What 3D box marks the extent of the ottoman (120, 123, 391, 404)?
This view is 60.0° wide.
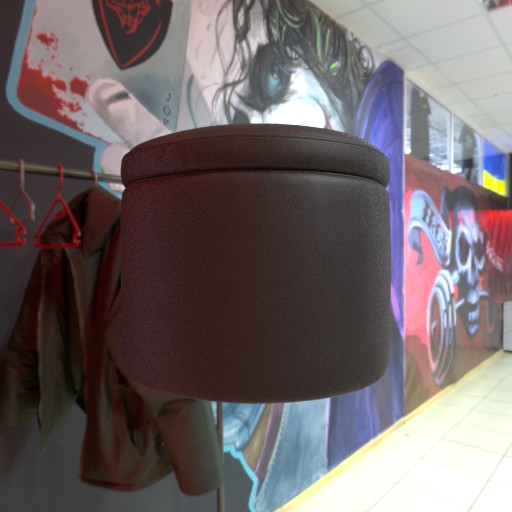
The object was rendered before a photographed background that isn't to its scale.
[{"bbox_3d":[0.000,0.000,0.855,0.500,0.409,0.500,0,0,0],"label":"ottoman"}]
